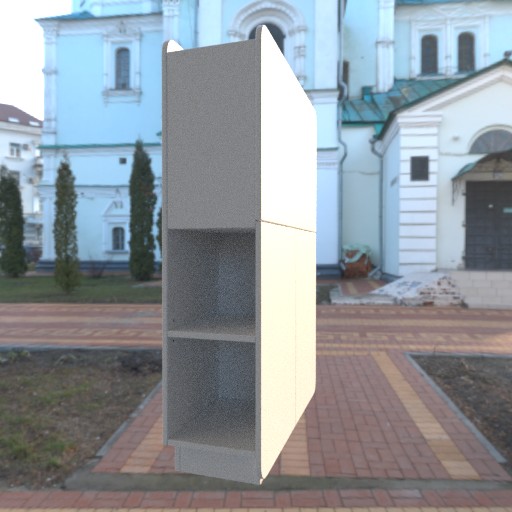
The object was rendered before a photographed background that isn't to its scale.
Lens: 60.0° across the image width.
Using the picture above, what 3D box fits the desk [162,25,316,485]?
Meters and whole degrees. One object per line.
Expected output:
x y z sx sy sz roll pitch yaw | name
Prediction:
0.000 0.000 1.522 0.278 1.190 0.795 0 1 18 | desk
